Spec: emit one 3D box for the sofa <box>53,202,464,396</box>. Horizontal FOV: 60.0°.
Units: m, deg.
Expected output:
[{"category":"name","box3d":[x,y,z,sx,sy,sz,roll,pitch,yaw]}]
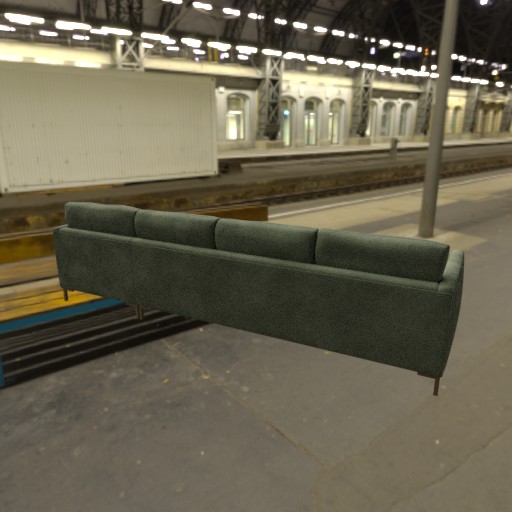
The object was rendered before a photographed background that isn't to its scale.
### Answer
[{"category":"sofa","box3d":[0.000,0.000,3.174,2.725,0.756,1.255,9,19,27]}]
